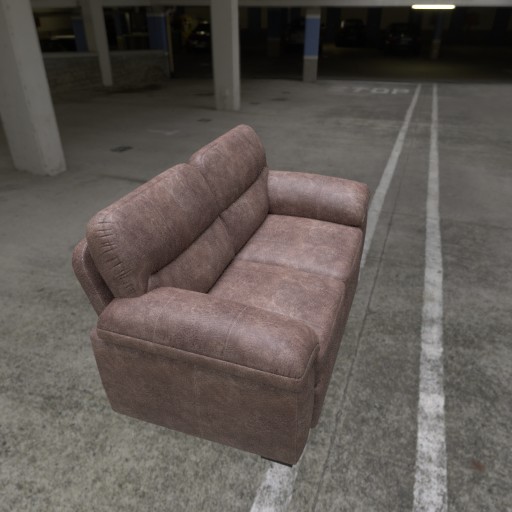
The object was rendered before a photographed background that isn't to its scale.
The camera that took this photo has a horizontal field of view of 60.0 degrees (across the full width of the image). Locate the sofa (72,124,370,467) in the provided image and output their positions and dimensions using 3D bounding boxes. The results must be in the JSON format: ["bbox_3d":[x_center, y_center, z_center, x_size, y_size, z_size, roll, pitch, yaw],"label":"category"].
[{"bbox_3d":[0.000,0.000,2.325,0.991,0.991,1.753,10,32,17],"label":"sofa"}]
